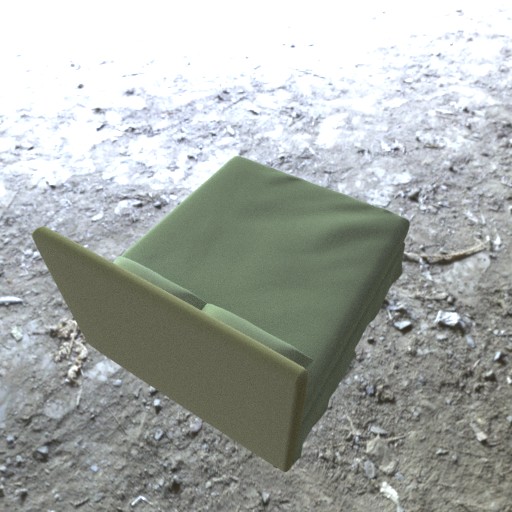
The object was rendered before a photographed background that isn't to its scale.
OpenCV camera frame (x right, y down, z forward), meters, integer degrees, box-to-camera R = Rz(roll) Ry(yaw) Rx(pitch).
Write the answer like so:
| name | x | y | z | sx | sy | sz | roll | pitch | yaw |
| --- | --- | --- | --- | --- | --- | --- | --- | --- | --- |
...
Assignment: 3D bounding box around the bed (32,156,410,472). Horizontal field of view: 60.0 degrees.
| name | x | y | z | sx | sy | sz | roll | pitch | yaw |
| --- | --- | --- | --- | --- | --- | --- | --- | --- | --- |
| bed | 0.000 | 0.000 | 3.345 | 1.884 | 1.330 | 2.142 | 25 | 52 | 21 |
